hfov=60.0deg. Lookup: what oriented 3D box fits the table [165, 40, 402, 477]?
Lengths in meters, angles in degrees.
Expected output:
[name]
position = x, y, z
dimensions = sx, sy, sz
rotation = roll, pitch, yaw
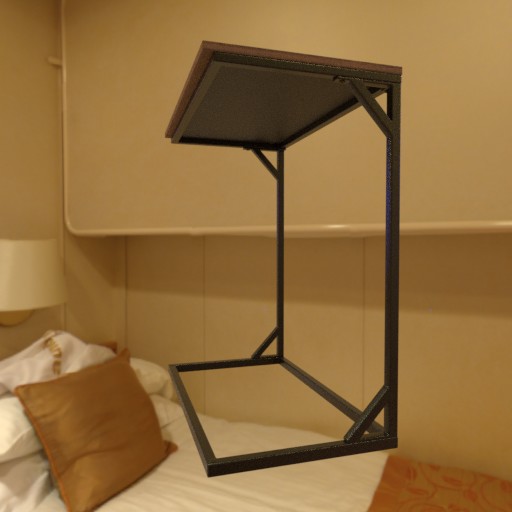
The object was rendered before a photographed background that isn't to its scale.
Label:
[table]
position = 0.000, 0.000, 1.015
dimensions = 0.351, 0.673, 0.597
rotation = -1, 2, -17
